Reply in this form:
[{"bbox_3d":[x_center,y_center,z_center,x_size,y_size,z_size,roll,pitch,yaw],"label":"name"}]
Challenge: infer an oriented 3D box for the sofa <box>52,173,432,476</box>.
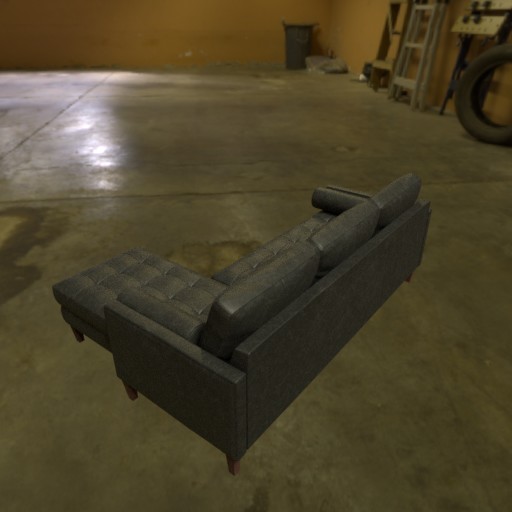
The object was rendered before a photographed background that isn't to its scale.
[{"bbox_3d":[0.000,0.000,2.874,1.497,0.876,2.178,20,35,33],"label":"sofa"}]
